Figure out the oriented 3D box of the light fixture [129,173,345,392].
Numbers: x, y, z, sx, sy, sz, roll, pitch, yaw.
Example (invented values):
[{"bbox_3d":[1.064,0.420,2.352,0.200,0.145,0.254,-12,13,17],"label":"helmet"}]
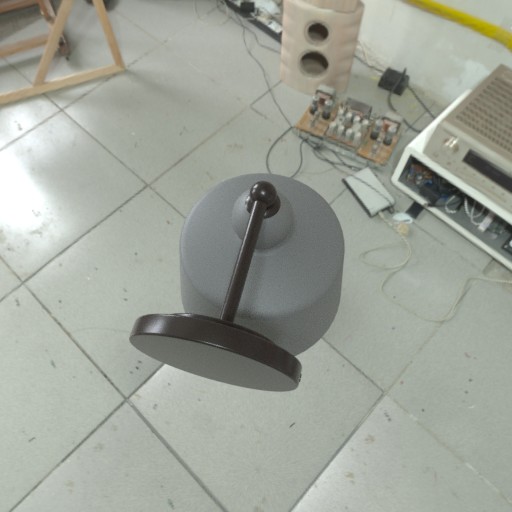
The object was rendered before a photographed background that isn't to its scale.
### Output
[{"bbox_3d":[0.000,0.000,0.438,0.204,0.268,0.254,13,65,6],"label":"light fixture"}]
